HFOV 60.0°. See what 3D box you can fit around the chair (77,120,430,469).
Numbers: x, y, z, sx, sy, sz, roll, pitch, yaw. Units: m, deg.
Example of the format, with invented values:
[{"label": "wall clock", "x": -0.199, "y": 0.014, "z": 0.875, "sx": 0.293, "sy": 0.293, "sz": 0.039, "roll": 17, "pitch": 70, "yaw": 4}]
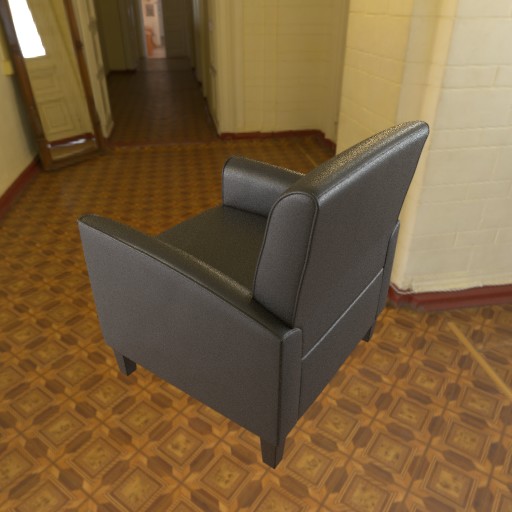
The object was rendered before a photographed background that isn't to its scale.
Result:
[{"label": "chair", "x": 0.000, "y": 0.000, "z": 1.543, "sx": 0.819, "sy": 0.916, "sz": 0.820, "roll": 20, "pitch": 35, "yaw": 30}]
